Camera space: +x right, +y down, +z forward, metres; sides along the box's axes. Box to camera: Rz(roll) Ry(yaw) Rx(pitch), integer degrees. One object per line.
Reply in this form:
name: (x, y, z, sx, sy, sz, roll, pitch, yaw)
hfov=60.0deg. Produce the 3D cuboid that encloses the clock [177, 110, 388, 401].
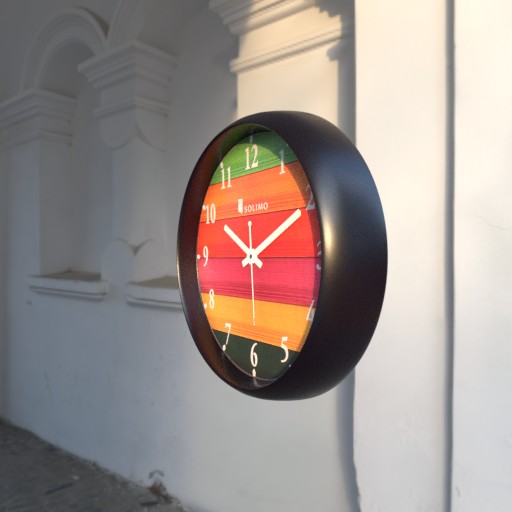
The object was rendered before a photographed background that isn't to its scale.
clock: (0.000, 0.000, 0.464, 0.060, 0.300, 0.300, -1, 1, -35)
